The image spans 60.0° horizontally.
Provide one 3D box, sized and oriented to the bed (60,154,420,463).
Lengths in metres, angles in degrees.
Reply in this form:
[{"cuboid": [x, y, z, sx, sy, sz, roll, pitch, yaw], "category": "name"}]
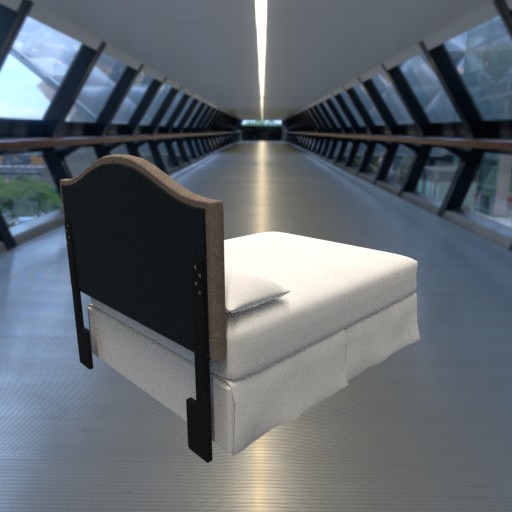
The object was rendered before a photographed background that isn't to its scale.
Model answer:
[{"cuboid": [0.000, 0.000, 3.301, 2.153, 1.518, 1.713, -14, 20, -43], "category": "bed"}]
